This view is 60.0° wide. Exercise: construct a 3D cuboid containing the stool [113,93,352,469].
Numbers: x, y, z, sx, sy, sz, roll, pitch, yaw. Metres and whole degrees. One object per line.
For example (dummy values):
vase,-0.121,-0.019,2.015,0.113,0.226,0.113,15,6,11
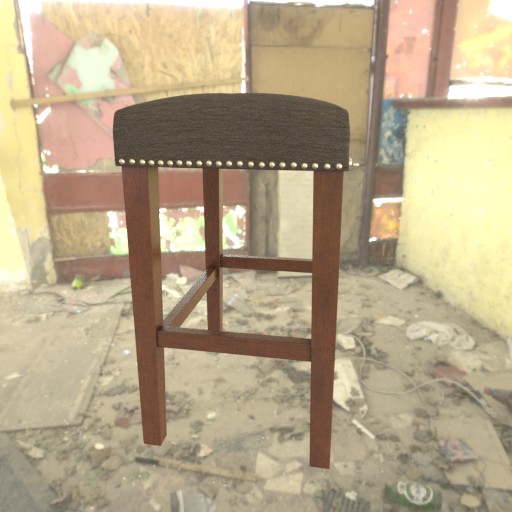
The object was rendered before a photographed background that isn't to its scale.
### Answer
stool,0.000,0.000,0.969,0.372,0.654,0.504,3,18,10
